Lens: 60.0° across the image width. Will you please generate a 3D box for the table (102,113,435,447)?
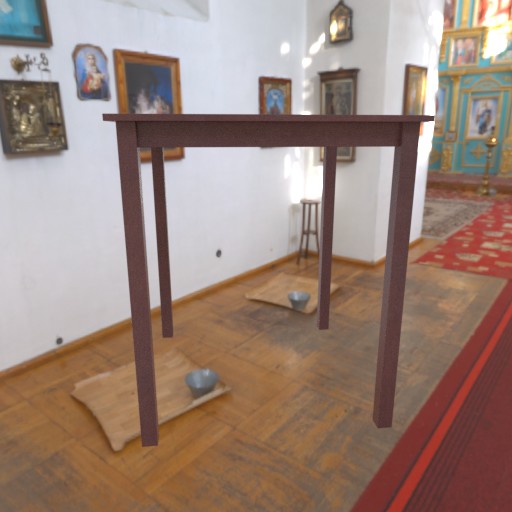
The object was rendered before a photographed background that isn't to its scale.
[{"bbox_3d":[0.000,0.000,1.680,0.861,0.991,0.861,-2,16,-7],"label":"table"}]
